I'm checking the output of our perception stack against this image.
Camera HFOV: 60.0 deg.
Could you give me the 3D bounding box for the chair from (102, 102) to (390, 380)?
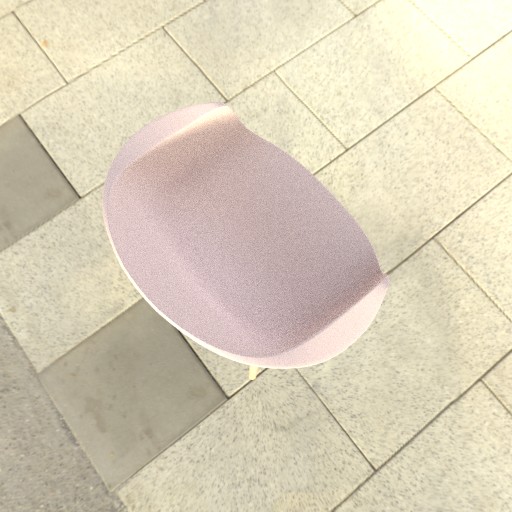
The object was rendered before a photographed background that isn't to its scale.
[{"bbox_3d":[0.000,0.000,1.137,0.504,0.781,0.593,-39,78,-10],"label":"chair"}]
